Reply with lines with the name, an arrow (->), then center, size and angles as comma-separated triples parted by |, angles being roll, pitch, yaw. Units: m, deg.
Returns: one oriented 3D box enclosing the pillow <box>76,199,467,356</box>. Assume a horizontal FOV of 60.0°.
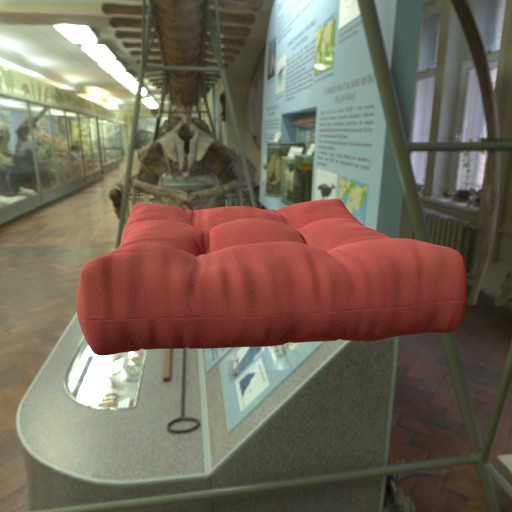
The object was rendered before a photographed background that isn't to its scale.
pillow -> 0.000, 0.000, 0.728 | 0.468, 0.128, 0.490 | -2, 15, -8
